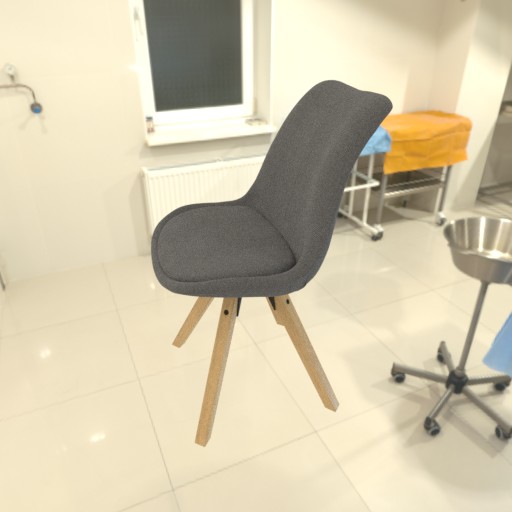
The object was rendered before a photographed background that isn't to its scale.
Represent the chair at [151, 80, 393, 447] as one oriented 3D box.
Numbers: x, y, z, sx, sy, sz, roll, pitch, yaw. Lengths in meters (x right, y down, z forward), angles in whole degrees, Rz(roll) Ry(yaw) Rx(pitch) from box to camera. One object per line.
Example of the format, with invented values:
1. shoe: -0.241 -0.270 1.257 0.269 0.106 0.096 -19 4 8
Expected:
1. chair: 0.000 0.000 1.206 0.550 0.850 0.485 -9 31 -15
